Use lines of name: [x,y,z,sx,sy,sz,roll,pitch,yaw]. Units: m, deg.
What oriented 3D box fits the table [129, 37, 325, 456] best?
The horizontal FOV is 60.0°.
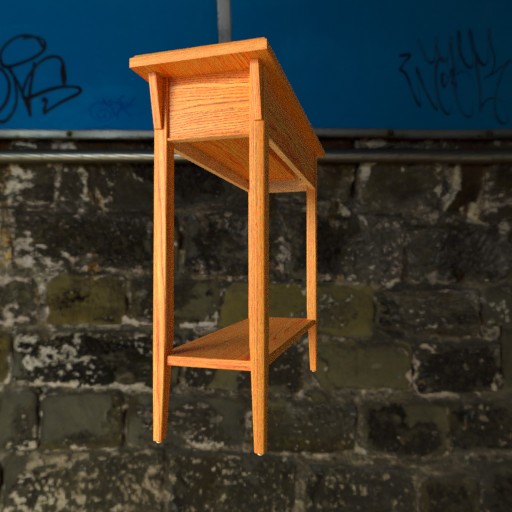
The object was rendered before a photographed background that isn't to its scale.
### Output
table: [0.000,0.000,1.119,0.254,0.711,0.762,0,-1,16]
